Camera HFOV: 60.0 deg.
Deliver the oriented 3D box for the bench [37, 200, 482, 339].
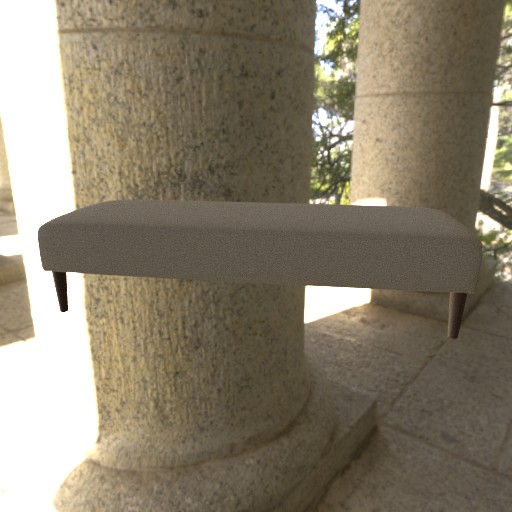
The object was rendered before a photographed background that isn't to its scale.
[{"bbox_3d":[0.000,0.000,1.892,1.609,0.393,0.646,2,16,9],"label":"bench"}]
